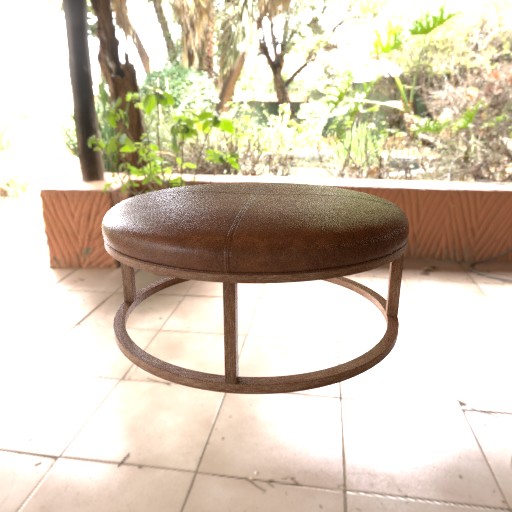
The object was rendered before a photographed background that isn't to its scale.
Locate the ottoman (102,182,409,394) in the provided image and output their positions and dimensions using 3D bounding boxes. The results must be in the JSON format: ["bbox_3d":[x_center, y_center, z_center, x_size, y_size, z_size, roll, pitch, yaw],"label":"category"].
[{"bbox_3d":[0.000,0.000,1.558,1.006,0.445,1.006,0,17,0],"label":"ottoman"}]
